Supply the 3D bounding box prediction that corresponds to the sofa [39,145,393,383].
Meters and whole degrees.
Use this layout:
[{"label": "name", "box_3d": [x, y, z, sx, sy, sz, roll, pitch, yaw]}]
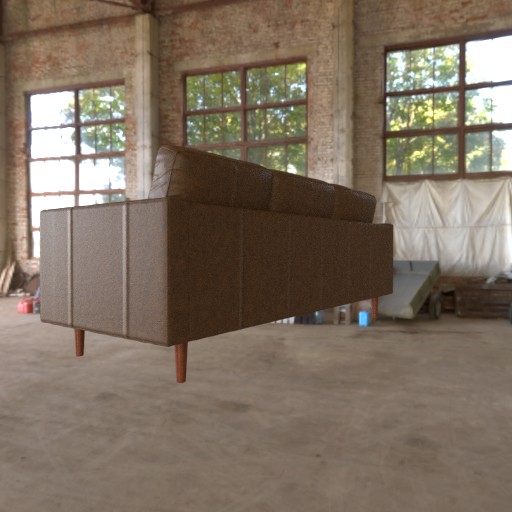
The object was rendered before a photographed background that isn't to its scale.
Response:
[{"label": "sofa", "box_3d": [0.000, 0.000, 2.687, 0.903, 0.930, 2.231, 1, 1, 37]}]
